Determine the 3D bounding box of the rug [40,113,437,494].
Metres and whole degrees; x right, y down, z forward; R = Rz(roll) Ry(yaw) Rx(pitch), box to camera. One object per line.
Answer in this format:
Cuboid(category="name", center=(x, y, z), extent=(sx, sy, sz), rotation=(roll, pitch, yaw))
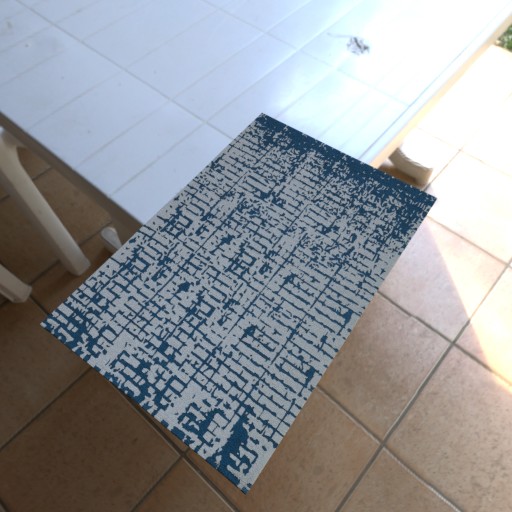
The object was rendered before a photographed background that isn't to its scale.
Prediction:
Cuboid(category="rug", center=(0.000, 0.000, 2.309), extent=(1.220, 0.007, 1.828), rotation=(31, 63, 18))
